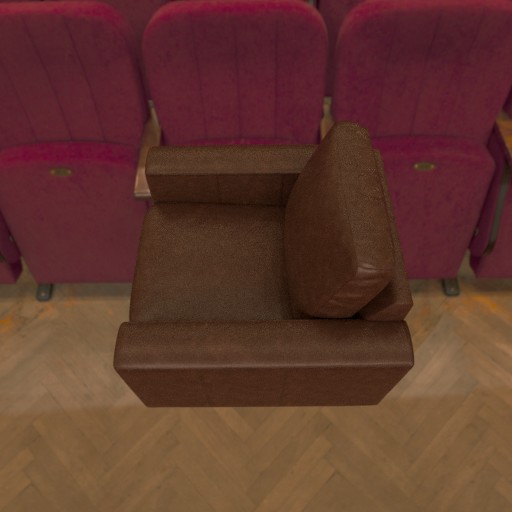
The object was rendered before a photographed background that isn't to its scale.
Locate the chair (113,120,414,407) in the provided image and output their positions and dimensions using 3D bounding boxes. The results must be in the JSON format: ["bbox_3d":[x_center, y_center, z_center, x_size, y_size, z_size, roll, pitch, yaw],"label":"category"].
[{"bbox_3d":[0.000,0.000,1.784,1.016,0.873,1.005,0,58,0],"label":"chair"}]
